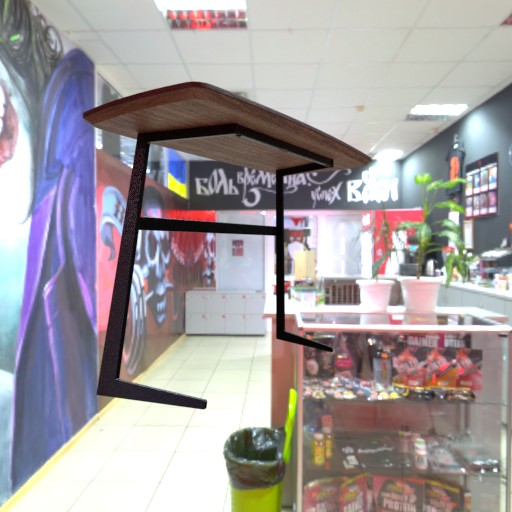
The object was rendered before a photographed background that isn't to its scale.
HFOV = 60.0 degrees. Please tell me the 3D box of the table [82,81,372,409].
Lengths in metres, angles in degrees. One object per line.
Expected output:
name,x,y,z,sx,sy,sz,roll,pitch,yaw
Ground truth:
table,0.000,0.000,1.119,0.361,0.576,0.804,1,1,35
